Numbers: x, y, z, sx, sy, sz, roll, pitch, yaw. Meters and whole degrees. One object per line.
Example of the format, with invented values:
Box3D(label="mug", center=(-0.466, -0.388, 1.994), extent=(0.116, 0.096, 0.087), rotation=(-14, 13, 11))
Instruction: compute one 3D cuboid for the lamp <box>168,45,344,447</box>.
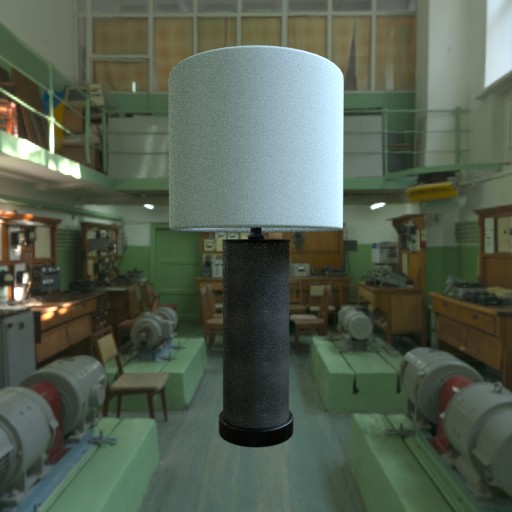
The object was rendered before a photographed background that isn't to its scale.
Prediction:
Box3D(label="lamp", center=(0.000, 0.000, 0.795), extent=(0.305, 0.634, 0.305), rotation=(0, 2, -1))
